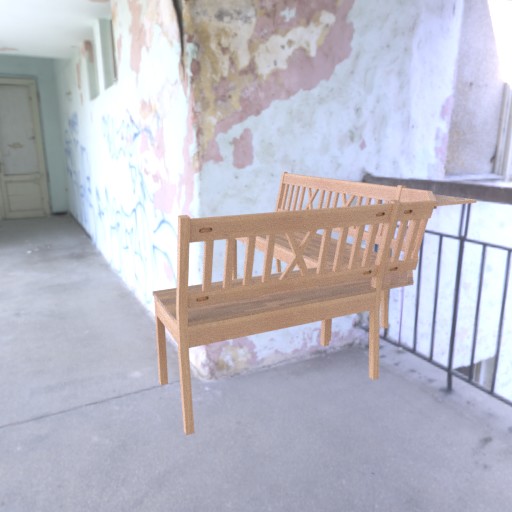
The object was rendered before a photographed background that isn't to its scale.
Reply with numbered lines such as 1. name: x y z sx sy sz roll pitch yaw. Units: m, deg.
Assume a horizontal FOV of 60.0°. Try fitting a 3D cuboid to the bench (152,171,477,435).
1. bench: 0.000 0.000 2.812 1.537 0.902 1.937 -7 16 -25
